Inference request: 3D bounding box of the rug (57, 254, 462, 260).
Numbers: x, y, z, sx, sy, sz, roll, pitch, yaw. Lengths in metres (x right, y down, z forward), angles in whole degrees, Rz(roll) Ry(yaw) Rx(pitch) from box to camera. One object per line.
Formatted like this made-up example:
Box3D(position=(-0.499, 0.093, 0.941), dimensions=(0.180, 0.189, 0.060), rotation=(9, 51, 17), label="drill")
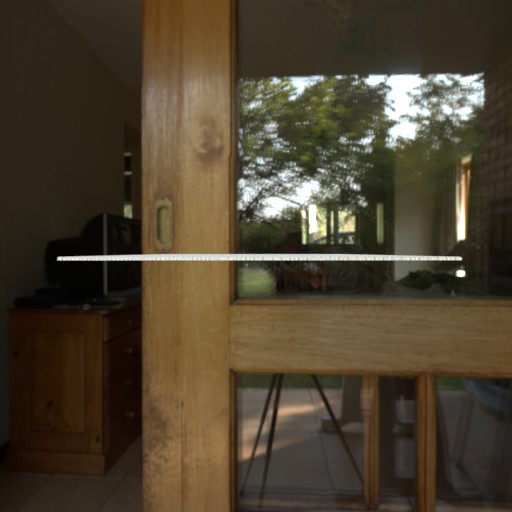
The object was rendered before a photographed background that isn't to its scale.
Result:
Box3D(position=(0.000, 0.000, 2.725), dimensions=(1.509, 0.013, 2.144), rotation=(0, 1, -1), label="rug")
